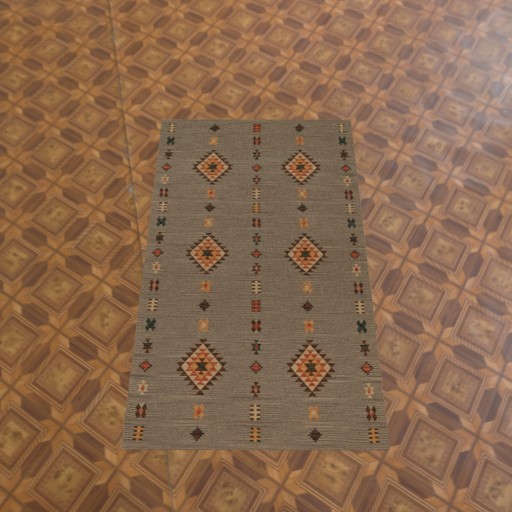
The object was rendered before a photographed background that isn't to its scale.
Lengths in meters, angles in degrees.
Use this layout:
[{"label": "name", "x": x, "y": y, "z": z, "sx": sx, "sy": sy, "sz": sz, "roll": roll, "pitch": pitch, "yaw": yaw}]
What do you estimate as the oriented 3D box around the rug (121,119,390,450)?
[{"label": "rug", "x": 0.000, "y": 0.000, "z": 3.023, "sx": 1.515, "sy": 0.007, "sz": 2.427, "roll": 0, "pitch": 64, "yaw": 0}]
